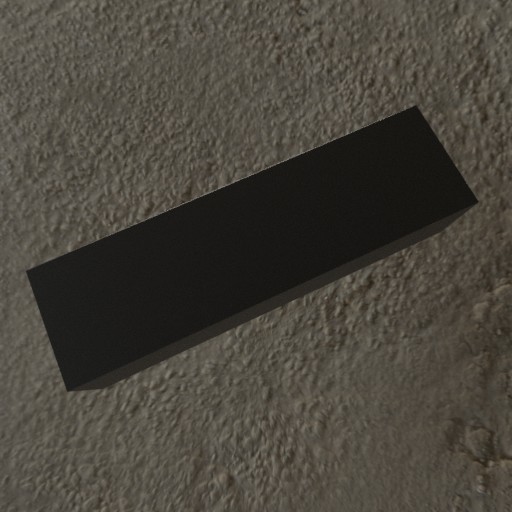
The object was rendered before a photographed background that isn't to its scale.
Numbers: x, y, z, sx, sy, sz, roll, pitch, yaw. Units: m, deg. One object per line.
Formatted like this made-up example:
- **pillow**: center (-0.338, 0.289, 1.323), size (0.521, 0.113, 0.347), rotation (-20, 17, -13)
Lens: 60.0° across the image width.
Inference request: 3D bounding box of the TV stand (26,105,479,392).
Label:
- **TV stand**: center (0.000, 0.000, 1.569), size (1.312, 0.518, 0.390), rotation (-24, 76, -6)
